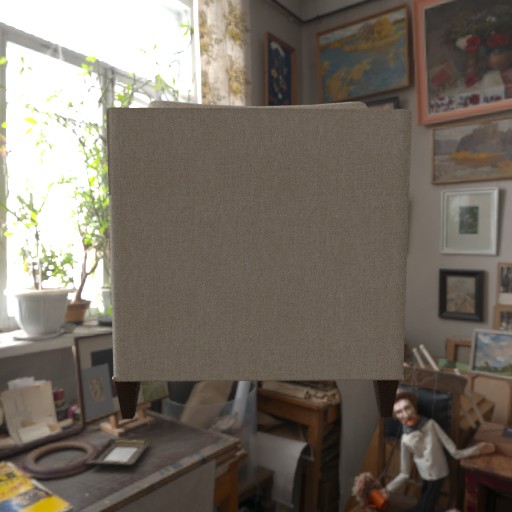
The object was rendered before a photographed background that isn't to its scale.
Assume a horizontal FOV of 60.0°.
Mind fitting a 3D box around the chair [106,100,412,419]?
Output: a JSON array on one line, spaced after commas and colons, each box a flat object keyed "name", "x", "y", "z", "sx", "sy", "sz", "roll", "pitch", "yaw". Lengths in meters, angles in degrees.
[{"name": "chair", "x": 0.000, "y": 0.000, "z": 1.722, "sx": 0.838, "sy": 0.940, "sz": 1.041, "roll": 0, "pitch": 1, "yaw": -1}]
